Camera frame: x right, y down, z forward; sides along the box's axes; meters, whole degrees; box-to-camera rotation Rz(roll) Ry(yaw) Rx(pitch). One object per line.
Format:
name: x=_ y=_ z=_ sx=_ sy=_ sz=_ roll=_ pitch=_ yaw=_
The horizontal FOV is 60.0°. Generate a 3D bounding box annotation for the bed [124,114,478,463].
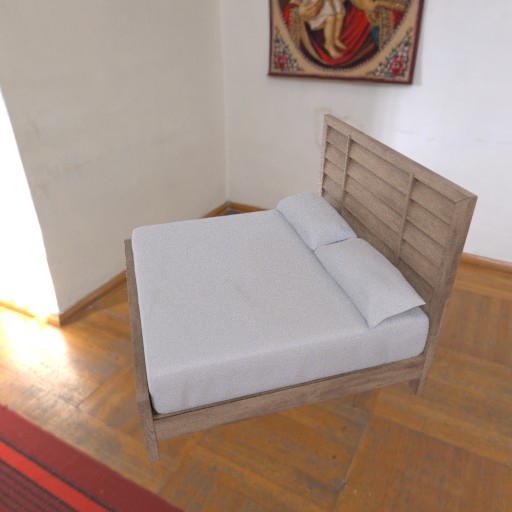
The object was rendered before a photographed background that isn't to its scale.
bed: x=0.000 y=0.000 z=3.540 sx=2.062 sy=1.626 sz=2.032 roll=-9 pitch=32 yaw=-14
